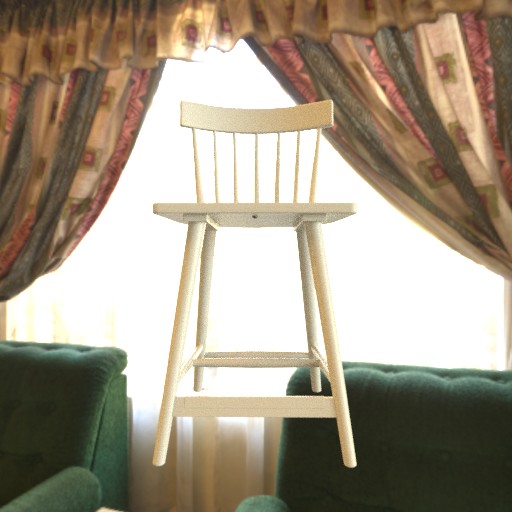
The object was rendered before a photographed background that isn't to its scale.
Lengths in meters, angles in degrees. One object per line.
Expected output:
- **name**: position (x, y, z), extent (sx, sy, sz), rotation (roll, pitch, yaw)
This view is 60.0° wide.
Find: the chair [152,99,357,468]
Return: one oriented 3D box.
- **chair**: position (0.000, 0.000, 1.279), extent (0.483, 0.952, 0.572), rotation (0, 0, 1)
